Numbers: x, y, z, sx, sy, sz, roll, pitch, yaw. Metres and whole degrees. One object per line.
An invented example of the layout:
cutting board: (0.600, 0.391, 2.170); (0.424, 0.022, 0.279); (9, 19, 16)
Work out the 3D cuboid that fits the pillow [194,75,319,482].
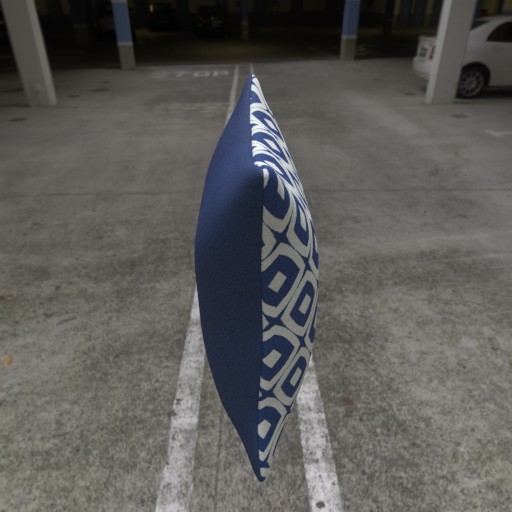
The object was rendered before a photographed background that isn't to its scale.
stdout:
pillow: (0.000, 0.000, 0.751); (0.188, 0.494, 0.504); (-1, 32, -1)
